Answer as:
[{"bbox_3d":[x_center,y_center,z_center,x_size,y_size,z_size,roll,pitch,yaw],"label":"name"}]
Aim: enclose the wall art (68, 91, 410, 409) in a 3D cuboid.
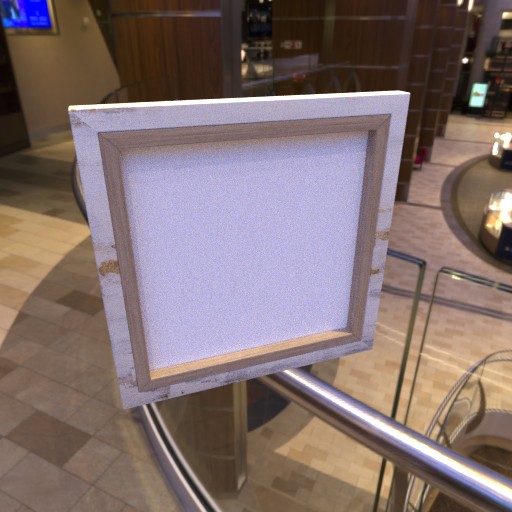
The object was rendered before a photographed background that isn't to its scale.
[{"bbox_3d":[0.000,0.000,0.909,0.611,0.613,0.040,-9,28,-17],"label":"wall art"}]
